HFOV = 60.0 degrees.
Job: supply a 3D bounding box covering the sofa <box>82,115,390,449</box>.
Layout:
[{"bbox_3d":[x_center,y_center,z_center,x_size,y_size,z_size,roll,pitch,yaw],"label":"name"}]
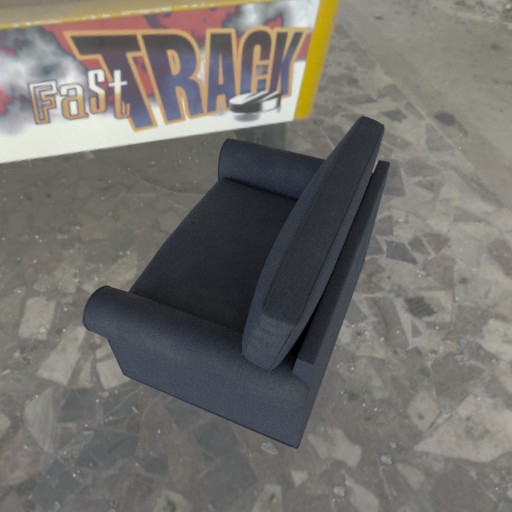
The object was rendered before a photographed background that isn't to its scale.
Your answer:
[{"bbox_3d":[0.000,0.000,2.147,0.938,1.004,1.405,17,49,16],"label":"sofa"}]
